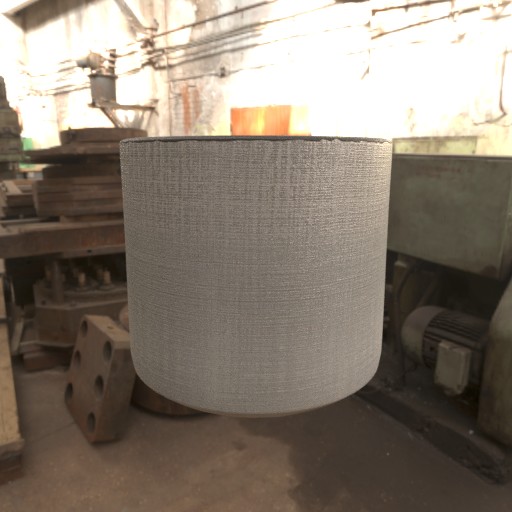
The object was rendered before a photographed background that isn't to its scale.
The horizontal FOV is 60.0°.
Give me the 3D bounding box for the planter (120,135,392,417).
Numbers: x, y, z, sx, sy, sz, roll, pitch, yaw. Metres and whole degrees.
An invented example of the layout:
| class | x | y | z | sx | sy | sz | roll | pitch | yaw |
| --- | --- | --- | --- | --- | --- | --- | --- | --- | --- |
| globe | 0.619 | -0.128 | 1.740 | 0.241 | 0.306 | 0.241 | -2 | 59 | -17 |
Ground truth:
| class | x | y | z | sx | sy | sz | roll | pitch | yaw |
| --- | --- | --- | --- | --- | --- | --- | --- | --- | --- |
| planter | 0.000 | 0.000 | 0.221 | 0.125 | 0.112 | 0.125 | 0 | 13 | 0 |
